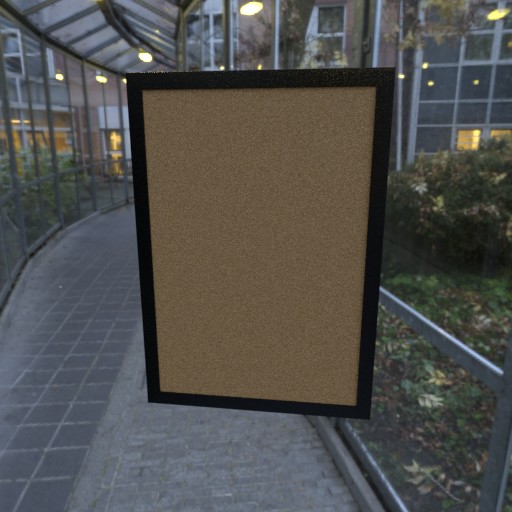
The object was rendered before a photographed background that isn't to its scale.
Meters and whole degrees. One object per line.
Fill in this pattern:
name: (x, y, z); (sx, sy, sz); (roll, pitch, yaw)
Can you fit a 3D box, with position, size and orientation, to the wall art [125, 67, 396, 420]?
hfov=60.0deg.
wall art: (0.000, 0.000, 0.842); (0.462, 0.656, 0.019); (2, 15, 7)
